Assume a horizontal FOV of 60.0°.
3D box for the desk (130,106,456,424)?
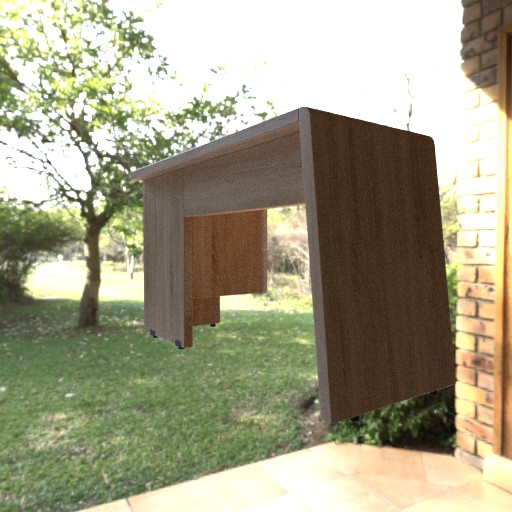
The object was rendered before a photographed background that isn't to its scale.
[{"bbox_3d":[0.000,0.000,1.659,0.500,0.750,1.300,-1,2,-35],"label":"desk"}]
